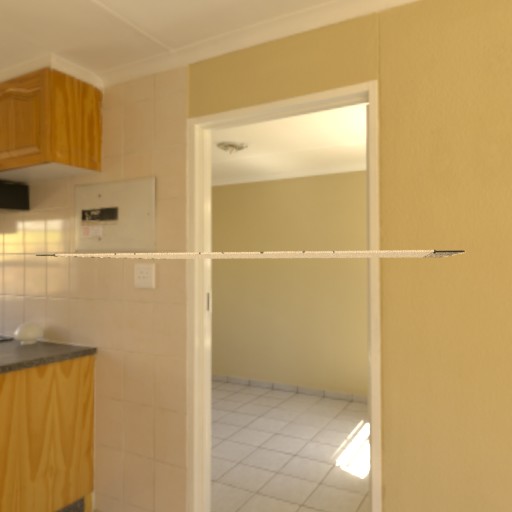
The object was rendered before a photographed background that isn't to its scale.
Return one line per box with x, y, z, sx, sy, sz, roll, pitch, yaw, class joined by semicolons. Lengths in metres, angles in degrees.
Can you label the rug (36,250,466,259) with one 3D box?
0.000;0.000;3.357;2.755;0.021;1.524;0;-1;19;rug
